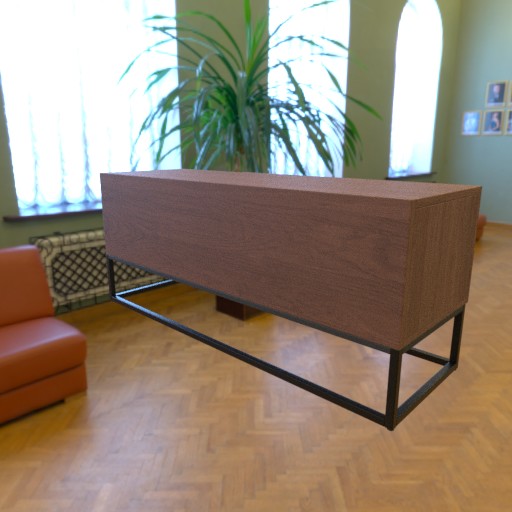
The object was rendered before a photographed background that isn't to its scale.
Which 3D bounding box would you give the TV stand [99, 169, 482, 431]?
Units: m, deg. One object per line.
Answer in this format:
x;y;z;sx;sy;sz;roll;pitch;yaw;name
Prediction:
0.000;0.000;1.437;1.200;0.500;0.415;13;19;42;TV stand
